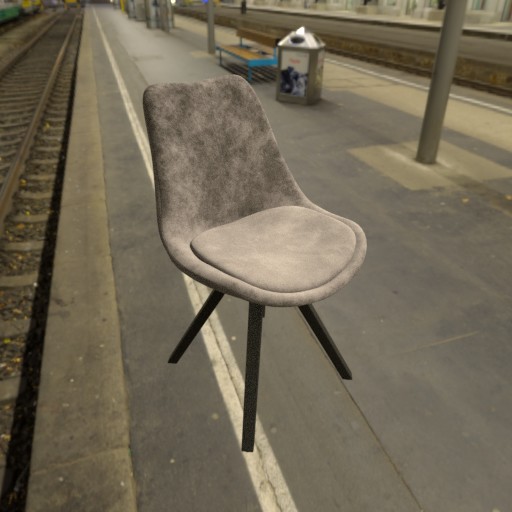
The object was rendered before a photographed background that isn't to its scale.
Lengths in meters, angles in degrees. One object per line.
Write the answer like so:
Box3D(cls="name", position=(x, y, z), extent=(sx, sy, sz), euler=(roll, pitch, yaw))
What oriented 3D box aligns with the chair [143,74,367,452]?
Box3D(cls="chair", position=(0.000, 0.000, 1.216), extent=(0.485, 0.850, 0.550), euler=(-23, 38, -33))
